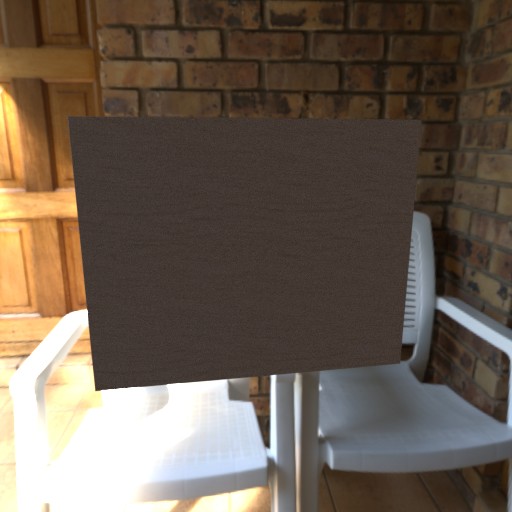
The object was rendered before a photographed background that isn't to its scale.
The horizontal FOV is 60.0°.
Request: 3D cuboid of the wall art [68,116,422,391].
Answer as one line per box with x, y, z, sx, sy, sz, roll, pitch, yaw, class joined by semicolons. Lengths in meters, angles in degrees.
0.000;0.000;0.684;0.508;0.406;0.013;-3;15;-10;wall art
